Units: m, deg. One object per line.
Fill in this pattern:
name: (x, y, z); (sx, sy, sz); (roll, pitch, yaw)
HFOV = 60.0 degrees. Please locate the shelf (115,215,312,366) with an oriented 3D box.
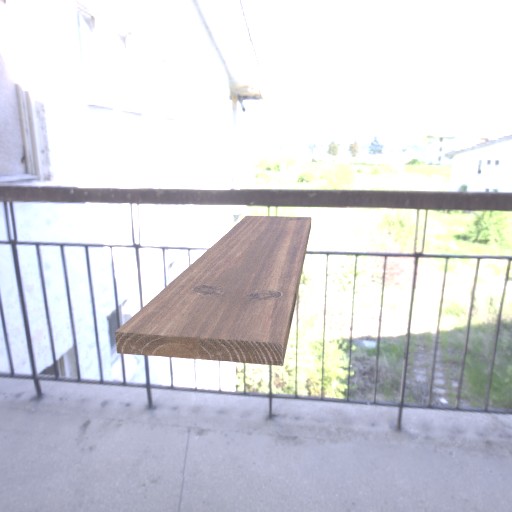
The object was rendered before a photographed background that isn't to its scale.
shelf: (0.000, 0.000, 0.650); (0.140, 0.020, 0.610); (2, 15, 9)
